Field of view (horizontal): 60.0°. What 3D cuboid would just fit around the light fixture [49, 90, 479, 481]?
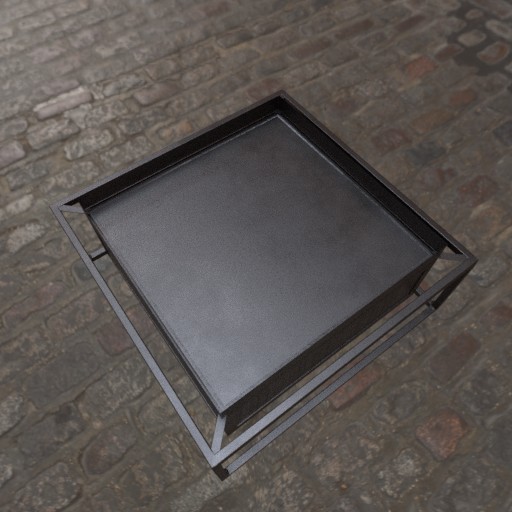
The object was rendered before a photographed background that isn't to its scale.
[{"bbox_3d":[0.000,0.000,0.691,0.441,0.191,0.441,-32,64,-18],"label":"light fixture"}]
